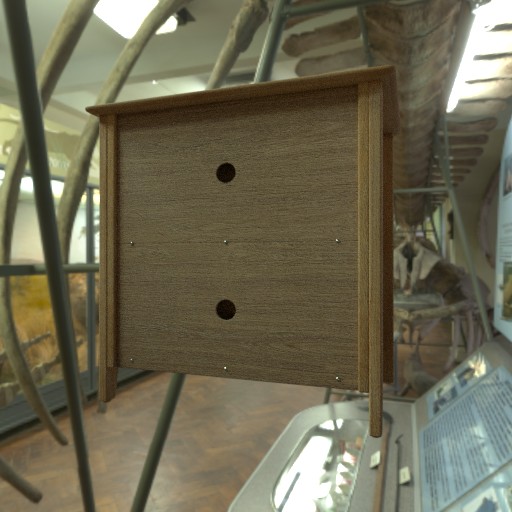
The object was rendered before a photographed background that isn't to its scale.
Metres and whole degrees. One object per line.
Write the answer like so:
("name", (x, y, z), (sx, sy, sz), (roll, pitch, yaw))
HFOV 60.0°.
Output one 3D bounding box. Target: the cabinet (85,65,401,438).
("cabinet", (0.000, 0.000, 1.242), (0.763, 0.762, 0.503), (0, 0, 19))
